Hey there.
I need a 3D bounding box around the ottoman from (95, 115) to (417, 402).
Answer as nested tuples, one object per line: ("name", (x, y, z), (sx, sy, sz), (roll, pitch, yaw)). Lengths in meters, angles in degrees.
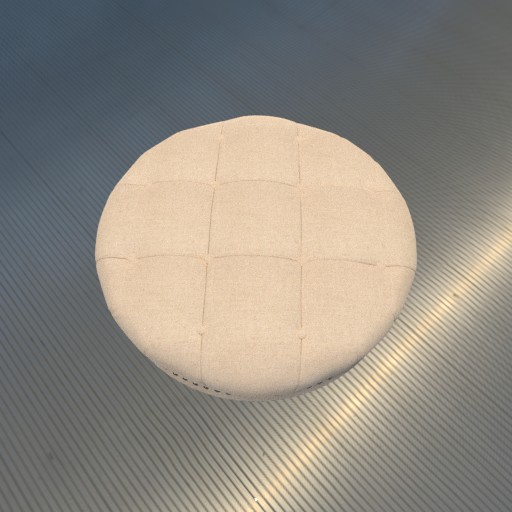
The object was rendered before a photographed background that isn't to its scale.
("ottoman", (0.000, 0.000, 1.449), (0.940, 0.483, 0.940), (0, 61, 0))
